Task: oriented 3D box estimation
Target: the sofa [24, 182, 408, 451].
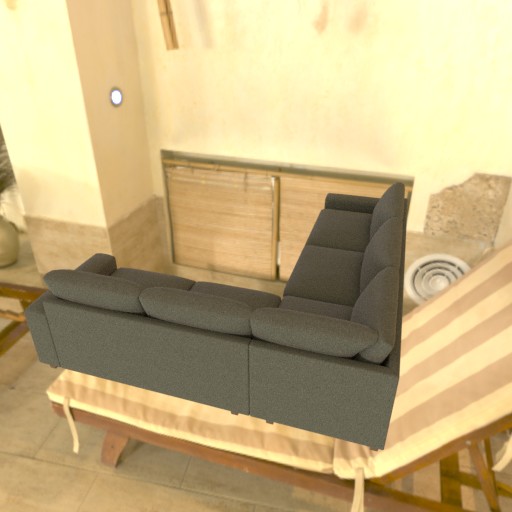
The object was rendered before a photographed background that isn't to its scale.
[{"bbox_3d":[0.000,0.000,4.600,2.895,0.965,3.277,9,31,15],"label":"sofa"}]
